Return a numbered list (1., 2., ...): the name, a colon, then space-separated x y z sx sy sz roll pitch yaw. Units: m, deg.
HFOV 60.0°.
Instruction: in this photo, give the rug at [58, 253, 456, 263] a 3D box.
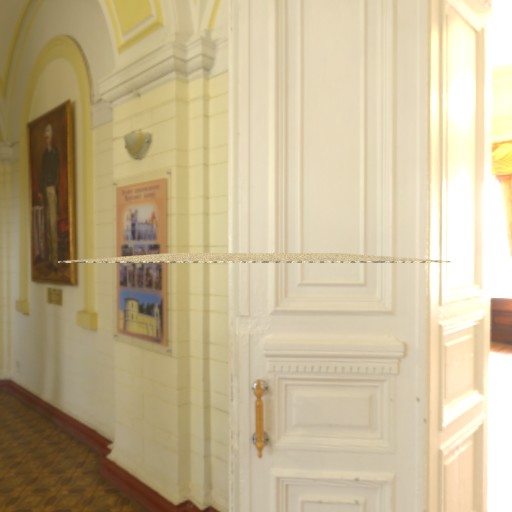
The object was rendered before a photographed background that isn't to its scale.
1. rug: 0.000 0.000 2.169 1.177 0.004 1.750 0 1 0
